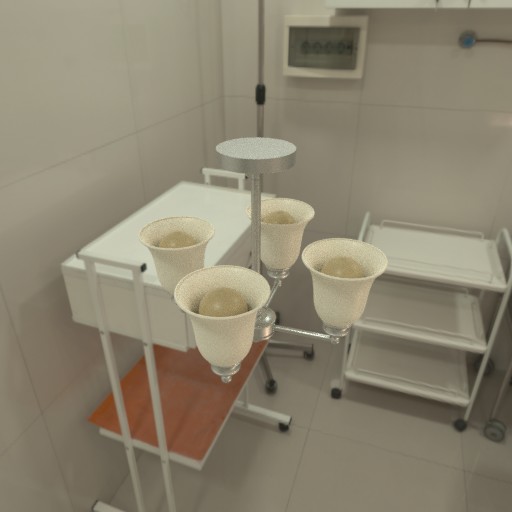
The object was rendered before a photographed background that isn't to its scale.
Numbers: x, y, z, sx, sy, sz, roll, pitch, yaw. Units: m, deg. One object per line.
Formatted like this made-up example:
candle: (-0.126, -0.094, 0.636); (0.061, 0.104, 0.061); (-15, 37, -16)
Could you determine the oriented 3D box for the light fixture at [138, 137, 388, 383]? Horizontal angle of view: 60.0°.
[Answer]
light fixture: (0.000, 0.000, 0.751); (0.427, 0.370, 0.427); (9, 30, 16)
